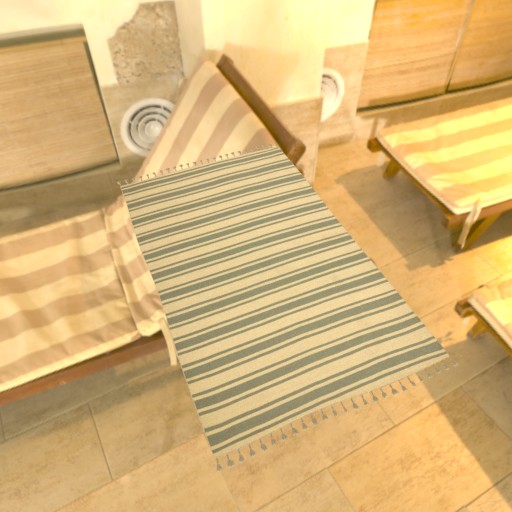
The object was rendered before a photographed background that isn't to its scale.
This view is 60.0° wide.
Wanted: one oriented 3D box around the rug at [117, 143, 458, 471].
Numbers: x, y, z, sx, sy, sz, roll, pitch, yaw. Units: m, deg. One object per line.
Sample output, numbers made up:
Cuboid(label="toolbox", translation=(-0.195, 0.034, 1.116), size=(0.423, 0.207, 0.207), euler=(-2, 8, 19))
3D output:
Cuboid(label="rug", translation=(0.000, 0.000, 2.593), size=(1.222, 0.009, 2.084), euler=(-17, 49, -16))
